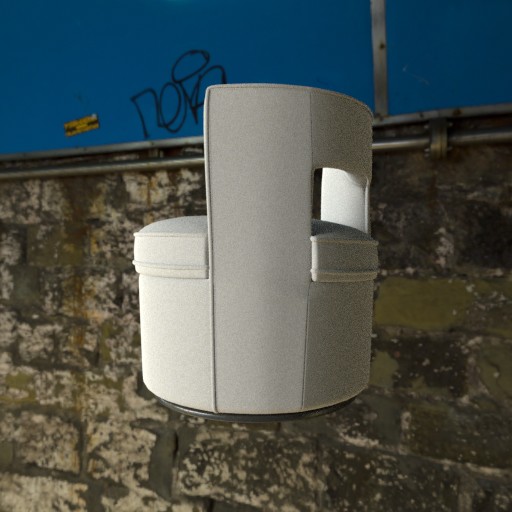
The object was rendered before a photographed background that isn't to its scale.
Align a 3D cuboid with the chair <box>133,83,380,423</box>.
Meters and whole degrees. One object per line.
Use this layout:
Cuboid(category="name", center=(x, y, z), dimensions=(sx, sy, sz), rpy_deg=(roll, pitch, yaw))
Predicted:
Cuboid(category="chair", center=(0.000, 0.000, 1.226), dimensions=(0.665, 0.723, 0.650), rpy_deg=(0, 0, 35))
